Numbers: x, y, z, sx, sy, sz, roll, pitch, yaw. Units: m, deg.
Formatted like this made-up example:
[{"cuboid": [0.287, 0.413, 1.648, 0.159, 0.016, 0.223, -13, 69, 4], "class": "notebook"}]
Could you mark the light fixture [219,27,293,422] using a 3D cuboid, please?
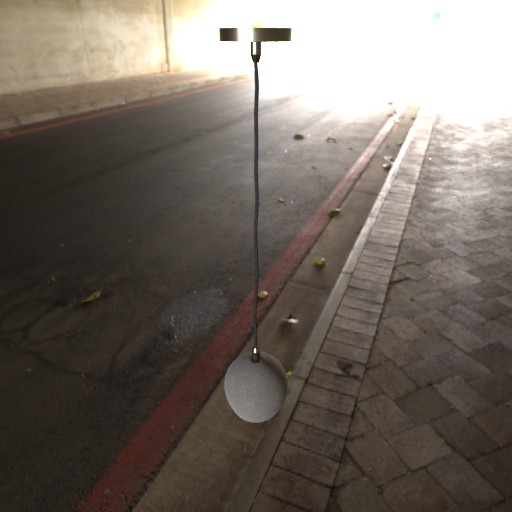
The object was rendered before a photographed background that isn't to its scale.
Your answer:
[{"cuboid": [0.000, 0.000, 0.834, 0.139, 0.764, 0.139, -18, 32, -31], "class": "light fixture"}]
